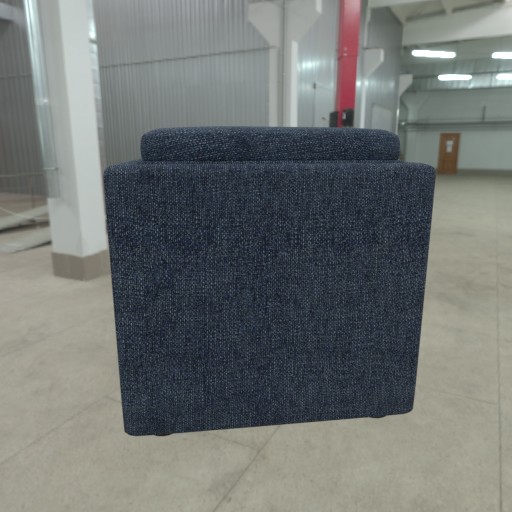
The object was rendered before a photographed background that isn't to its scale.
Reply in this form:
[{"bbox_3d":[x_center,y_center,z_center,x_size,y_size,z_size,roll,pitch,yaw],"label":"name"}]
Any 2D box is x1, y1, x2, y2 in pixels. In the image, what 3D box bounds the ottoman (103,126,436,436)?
[{"bbox_3d":[0.000,0.000,0.831,0.450,0.460,0.450,-2,14,-7],"label":"ottoman"}]
